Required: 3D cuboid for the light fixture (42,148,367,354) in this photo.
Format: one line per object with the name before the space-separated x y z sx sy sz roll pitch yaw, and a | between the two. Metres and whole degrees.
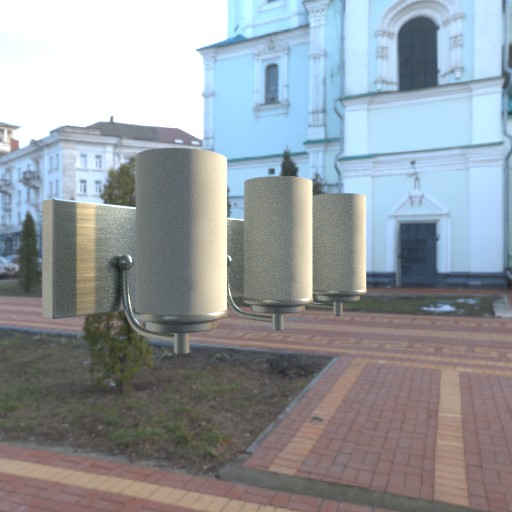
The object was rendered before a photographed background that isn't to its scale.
light fixture | 0.000 0.000 0.535 0.145 0.172 0.451 0 0 36
